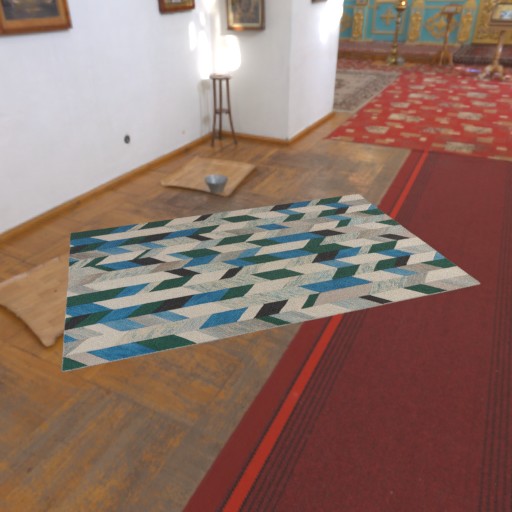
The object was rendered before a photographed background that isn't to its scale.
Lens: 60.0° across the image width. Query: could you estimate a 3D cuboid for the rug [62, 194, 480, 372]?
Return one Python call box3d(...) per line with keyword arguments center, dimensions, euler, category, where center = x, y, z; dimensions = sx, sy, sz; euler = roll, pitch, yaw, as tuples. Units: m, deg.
box3d(center=(0.000, 0.000, 3.028), dimensions=(2.433, 0.007, 1.507), euler=(-9, 32, -15), category="rug")
